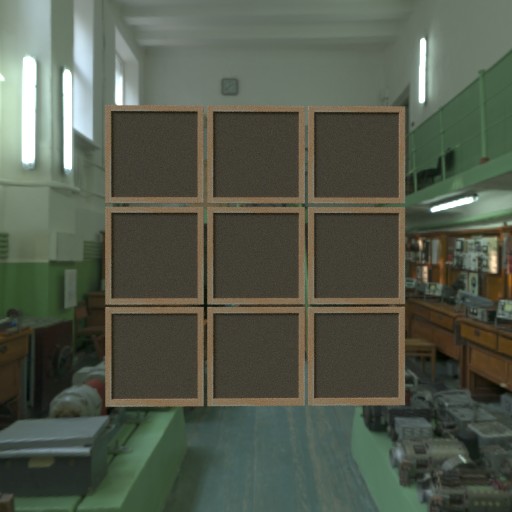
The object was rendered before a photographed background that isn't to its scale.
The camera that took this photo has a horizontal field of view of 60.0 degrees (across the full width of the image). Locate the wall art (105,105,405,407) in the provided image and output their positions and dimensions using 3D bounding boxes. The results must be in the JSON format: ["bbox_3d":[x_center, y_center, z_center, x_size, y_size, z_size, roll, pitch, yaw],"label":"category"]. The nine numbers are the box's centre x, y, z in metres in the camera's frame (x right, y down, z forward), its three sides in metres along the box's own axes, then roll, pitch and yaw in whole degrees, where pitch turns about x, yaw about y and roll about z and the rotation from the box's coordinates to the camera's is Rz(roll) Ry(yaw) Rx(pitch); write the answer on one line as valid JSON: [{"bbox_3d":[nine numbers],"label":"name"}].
[{"bbox_3d":[0.000,0.000,1.804,1.216,1.218,0.013,0,0,-1],"label":"wall art"}]
